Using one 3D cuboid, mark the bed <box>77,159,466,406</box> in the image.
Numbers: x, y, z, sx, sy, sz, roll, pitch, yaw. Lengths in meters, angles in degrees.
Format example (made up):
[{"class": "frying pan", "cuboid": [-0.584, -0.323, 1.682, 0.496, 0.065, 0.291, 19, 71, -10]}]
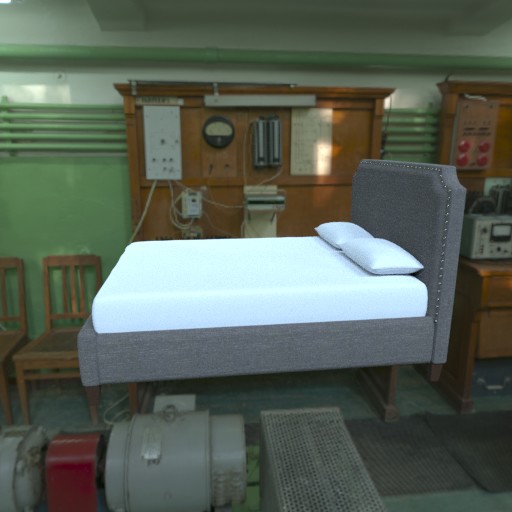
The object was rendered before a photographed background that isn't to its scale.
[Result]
[{"class": "bed", "cuboid": [0.000, 0.000, 3.524, 2.381, 1.457, 1.713, -2, 14, -7]}]
